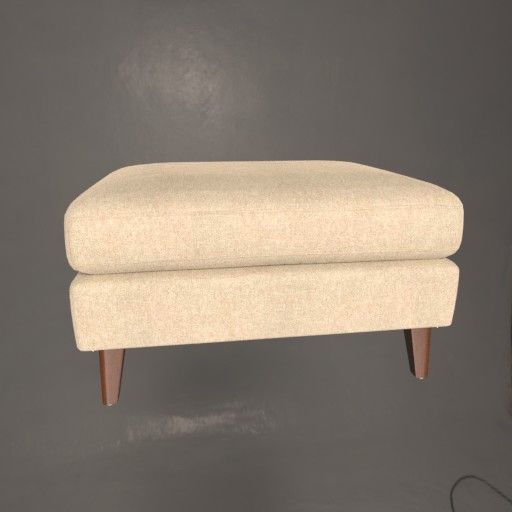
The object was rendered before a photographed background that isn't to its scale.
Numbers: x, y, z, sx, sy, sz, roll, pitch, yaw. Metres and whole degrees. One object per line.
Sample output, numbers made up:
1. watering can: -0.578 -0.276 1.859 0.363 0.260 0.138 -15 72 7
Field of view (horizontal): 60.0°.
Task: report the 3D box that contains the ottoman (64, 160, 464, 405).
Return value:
1. ottoman: 0.000 0.000 1.198 0.823 0.478 0.610 -2 17 -8
